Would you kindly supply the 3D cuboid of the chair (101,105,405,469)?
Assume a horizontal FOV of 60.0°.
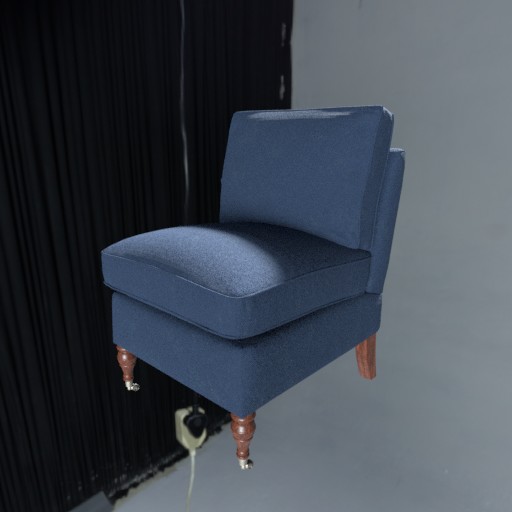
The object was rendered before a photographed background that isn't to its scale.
[{"bbox_3d":[0.000,0.000,1.638,0.724,1.052,0.912,14,21,41],"label":"chair"}]
